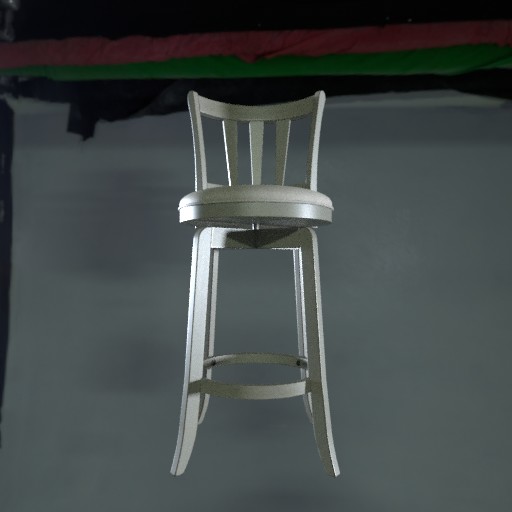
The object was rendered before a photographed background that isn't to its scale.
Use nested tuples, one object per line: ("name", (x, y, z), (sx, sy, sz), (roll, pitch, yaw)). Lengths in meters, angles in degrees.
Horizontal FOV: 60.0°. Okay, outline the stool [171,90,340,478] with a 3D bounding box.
("stool", (0.000, 0.000, 1.246), (0.436, 1.042, 0.475), (0, -1, 1))
